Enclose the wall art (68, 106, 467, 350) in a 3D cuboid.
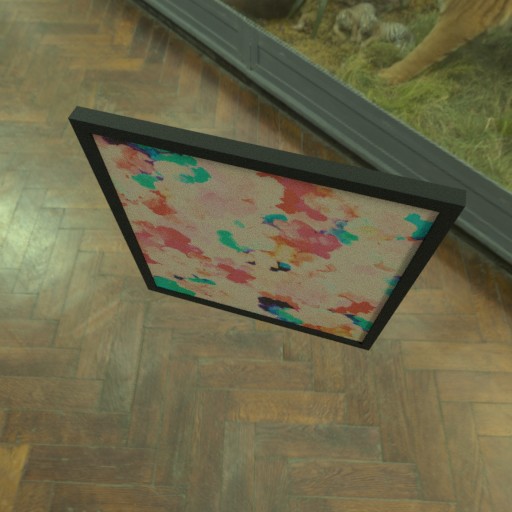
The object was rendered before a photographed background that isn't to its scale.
[{"bbox_3d":[0.000,0.000,0.462,0.306,0.304,0.015,14,60,8],"label":"wall art"}]
